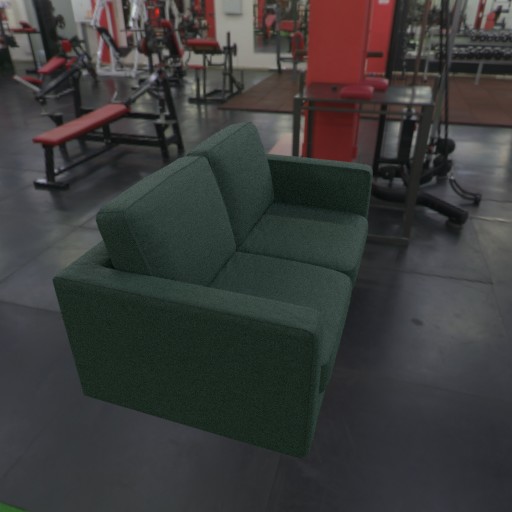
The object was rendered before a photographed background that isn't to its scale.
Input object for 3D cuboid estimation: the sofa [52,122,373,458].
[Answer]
[{"bbox_3d":[0.000,0.000,1.970,0.879,0.899,1.430,10,32,16],"label":"sofa"}]
